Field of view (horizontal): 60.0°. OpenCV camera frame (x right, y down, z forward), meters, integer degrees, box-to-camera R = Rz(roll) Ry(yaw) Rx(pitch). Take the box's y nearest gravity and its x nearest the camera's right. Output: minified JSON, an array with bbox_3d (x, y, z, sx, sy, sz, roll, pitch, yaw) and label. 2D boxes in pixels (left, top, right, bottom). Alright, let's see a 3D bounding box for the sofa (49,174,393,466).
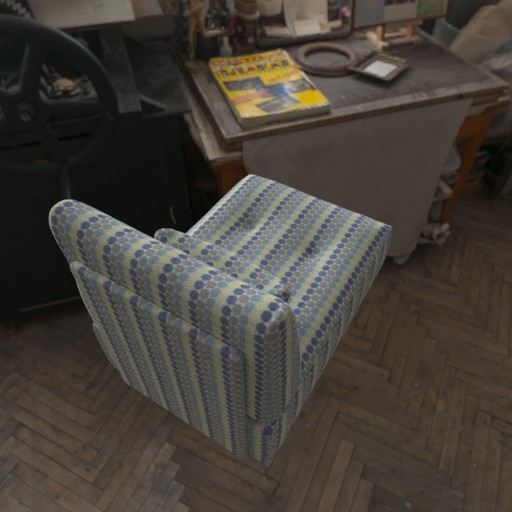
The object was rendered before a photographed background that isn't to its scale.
[{"bbox_3d":[0.000,0.000,1.546,0.700,0.820,1.000,25,52,21],"label":"sofa"}]
